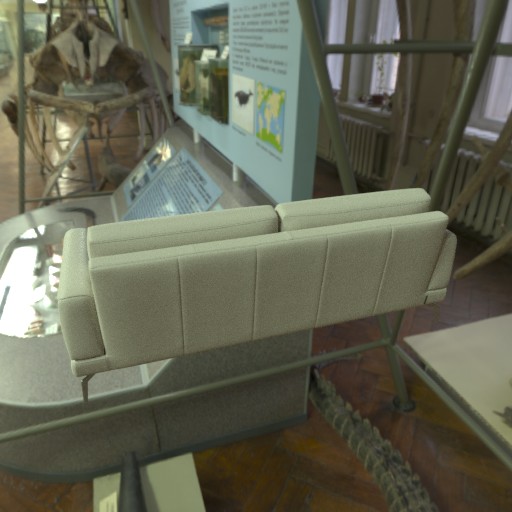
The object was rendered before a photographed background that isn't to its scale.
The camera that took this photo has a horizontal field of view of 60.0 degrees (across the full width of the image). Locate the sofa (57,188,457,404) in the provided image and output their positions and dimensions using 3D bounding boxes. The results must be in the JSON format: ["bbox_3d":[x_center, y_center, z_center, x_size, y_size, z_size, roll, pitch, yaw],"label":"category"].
[{"bbox_3d":[0.000,0.000,2.403,1.940,0.765,0.974,-9,27,-17],"label":"sofa"}]
